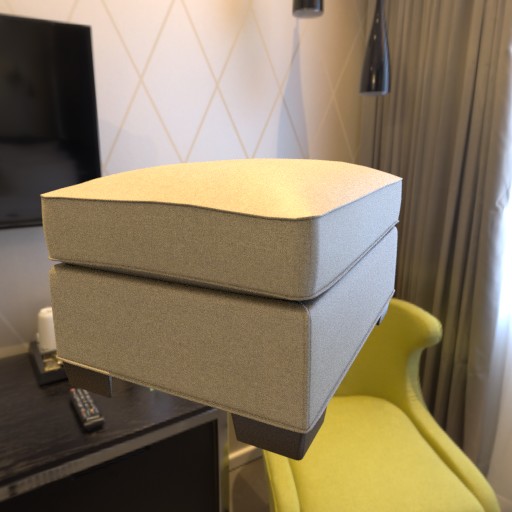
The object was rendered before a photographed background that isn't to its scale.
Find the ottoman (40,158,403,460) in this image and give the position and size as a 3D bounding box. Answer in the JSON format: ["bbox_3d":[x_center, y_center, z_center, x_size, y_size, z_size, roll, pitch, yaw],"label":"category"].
[{"bbox_3d":[0.000,0.000,1.195,0.619,0.504,0.843,7,16,26],"label":"ottoman"}]
